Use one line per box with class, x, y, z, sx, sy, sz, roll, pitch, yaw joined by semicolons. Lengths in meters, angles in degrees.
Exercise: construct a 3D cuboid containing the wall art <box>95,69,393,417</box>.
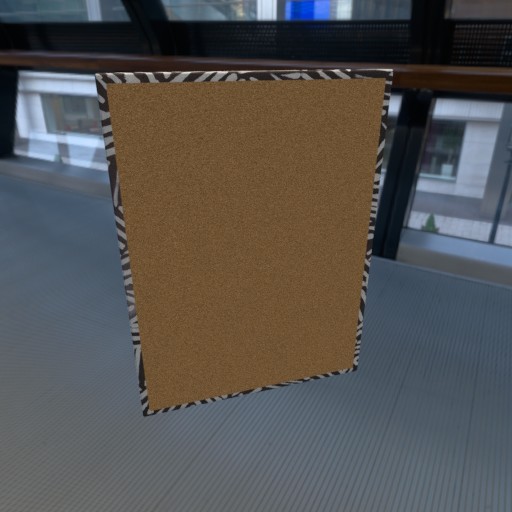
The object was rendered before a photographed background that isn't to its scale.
wall art;0.000;0.000;1.320;0.765;1.017;0.038;-7;26;-16
